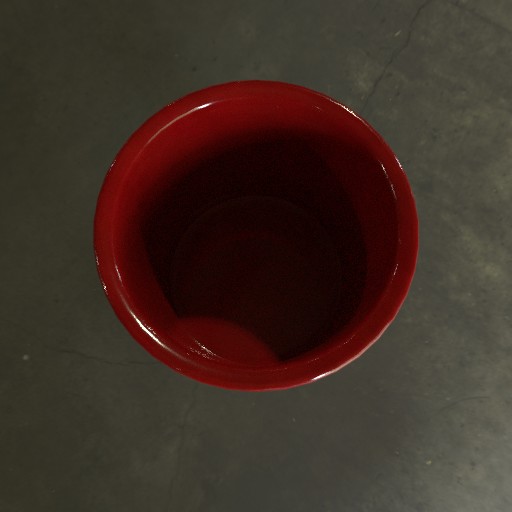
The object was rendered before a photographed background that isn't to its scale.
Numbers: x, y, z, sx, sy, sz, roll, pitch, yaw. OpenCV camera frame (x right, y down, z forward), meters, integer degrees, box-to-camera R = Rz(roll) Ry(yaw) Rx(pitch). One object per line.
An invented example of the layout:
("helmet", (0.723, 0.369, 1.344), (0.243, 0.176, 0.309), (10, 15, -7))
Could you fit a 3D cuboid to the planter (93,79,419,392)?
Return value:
("planter", (0.000, 0.000, 0.406), (0.230, 0.202, 0.230), (0, 76, 0))
